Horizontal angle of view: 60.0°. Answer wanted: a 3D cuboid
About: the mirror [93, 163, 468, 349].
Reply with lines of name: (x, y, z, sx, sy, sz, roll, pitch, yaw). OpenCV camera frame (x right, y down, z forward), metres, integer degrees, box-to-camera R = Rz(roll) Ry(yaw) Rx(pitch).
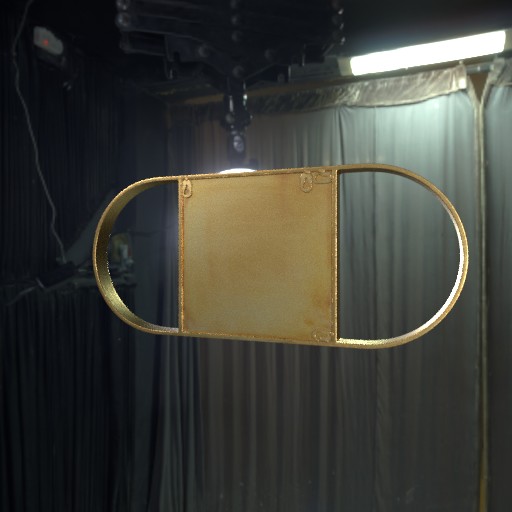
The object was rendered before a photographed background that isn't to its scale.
mirror: (0.000, 0.000, 0.676, 0.584, 0.254, 0.032, 0, 0, 20)
